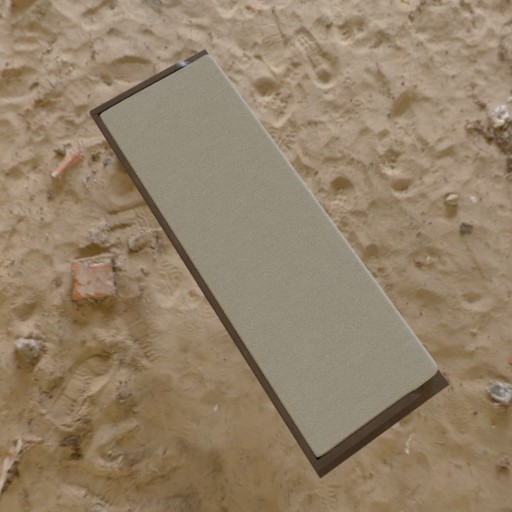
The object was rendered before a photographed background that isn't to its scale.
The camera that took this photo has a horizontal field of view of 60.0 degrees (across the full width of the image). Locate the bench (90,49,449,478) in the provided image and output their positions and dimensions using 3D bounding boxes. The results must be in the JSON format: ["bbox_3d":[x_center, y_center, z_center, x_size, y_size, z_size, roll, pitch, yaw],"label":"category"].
[{"bbox_3d":[0.000,0.000,1.413,0.402,0.501,1.185,-32,79,-7],"label":"bench"}]
